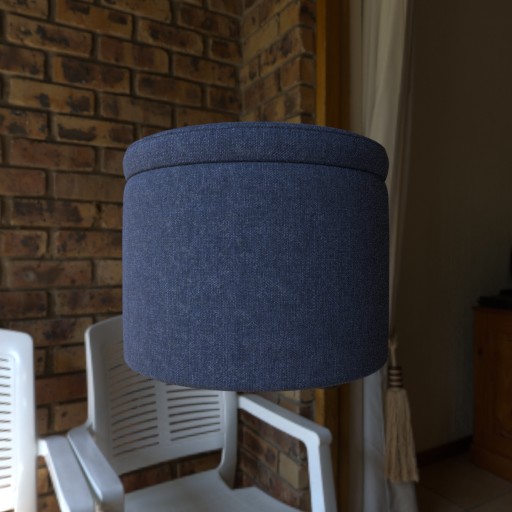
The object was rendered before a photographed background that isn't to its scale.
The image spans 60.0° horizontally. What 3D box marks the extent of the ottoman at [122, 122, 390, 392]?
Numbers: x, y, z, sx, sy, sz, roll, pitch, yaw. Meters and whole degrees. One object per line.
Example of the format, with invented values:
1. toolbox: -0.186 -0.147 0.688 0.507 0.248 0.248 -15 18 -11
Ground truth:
1. ottoman: 0.000 0.000 0.902 0.520 0.430 0.520 0 1 0
